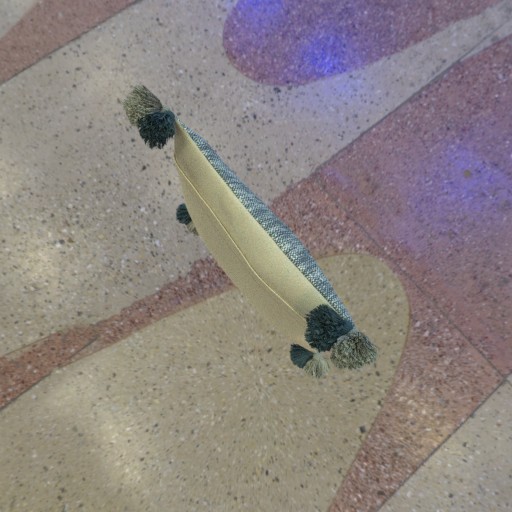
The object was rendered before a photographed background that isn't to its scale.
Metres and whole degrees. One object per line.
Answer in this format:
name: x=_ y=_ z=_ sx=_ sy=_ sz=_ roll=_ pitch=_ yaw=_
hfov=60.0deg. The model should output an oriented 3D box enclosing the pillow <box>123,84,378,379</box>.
pillow: x=0.000 y=0.000 z=0.936 sx=0.138 sy=0.634 sz=0.614 roll=-37 pitch=78 yaw=-9
